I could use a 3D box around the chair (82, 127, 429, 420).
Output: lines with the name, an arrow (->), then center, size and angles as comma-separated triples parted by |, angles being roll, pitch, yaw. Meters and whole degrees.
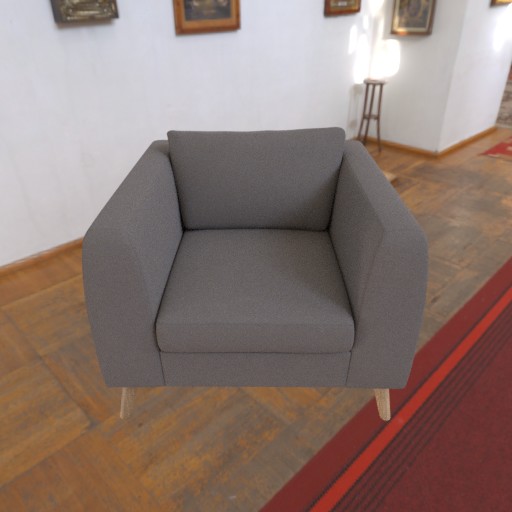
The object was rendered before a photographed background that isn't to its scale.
chair -> 0.000, 0.000, 1.701 | 1.000, 0.860, 0.930 | 0, 30, 0
